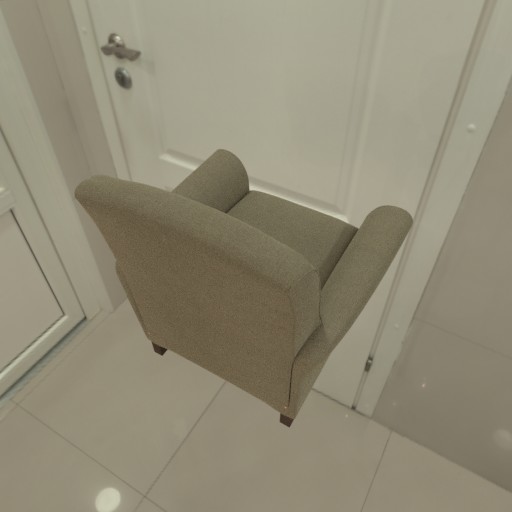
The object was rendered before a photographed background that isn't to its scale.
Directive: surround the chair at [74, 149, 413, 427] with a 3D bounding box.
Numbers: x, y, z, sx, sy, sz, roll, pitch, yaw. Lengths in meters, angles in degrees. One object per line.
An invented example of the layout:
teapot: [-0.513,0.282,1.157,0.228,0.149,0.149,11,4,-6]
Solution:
chair: [0.000,0.000,1.767,0.978,1.061,0.905,23,50,21]
